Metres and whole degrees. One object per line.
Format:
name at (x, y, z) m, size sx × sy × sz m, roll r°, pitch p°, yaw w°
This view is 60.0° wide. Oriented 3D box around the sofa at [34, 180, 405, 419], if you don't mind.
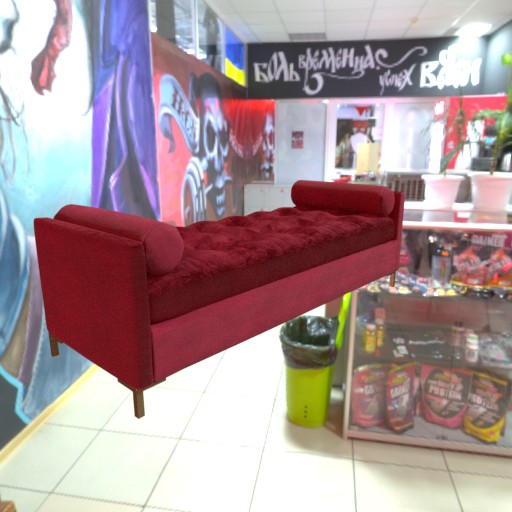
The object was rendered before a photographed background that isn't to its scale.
sofa at (0.000, 0.000, 2.502) m, size 0.796 × 0.705 × 2.102 m, roll 13°, pitch 20°, yaw 41°
